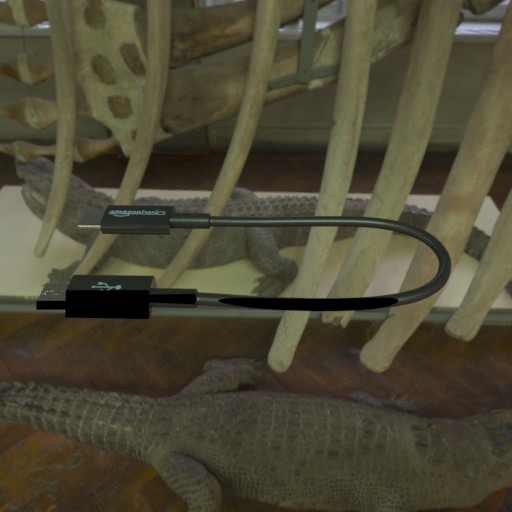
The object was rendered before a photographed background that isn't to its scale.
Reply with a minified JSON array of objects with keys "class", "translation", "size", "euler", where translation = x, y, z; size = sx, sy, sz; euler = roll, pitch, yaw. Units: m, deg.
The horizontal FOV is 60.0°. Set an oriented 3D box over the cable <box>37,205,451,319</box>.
[{"class":"cable","translation":[0.000,0.000,0.113],"size":[0.098,0.006,0.040],"euler":[1,41,1]}]
